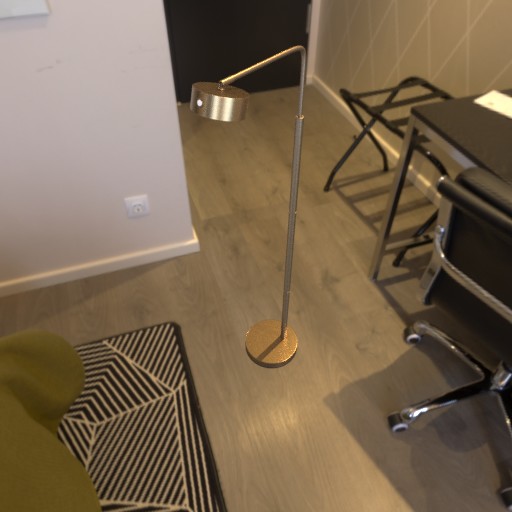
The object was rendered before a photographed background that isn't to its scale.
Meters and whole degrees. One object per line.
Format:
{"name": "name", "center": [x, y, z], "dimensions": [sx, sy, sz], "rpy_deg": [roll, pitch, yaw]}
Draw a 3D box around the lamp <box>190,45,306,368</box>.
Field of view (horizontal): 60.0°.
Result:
{"name": "lamp", "center": [0.000, 0.000, 1.403], "dimensions": [0.219, 1.230, 0.418], "rpy_deg": [31, 53, 28]}
